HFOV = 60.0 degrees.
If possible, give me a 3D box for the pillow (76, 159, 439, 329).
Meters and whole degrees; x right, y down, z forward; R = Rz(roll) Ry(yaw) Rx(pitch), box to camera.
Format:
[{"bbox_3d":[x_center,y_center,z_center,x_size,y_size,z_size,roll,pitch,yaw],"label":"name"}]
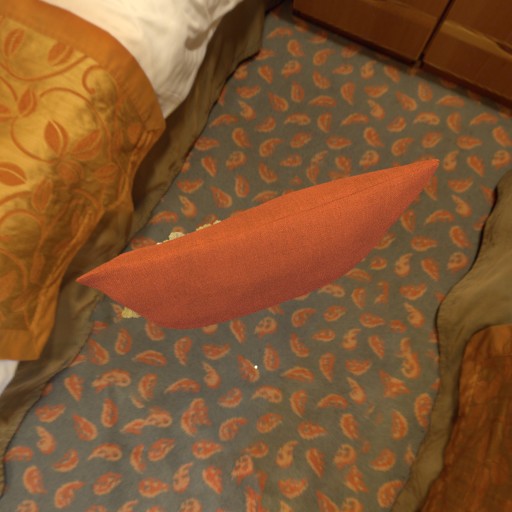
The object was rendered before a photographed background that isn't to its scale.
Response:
[{"bbox_3d":[0.000,0.000,0.766,0.490,0.482,0.165,-18,77,-4],"label":"pillow"}]
